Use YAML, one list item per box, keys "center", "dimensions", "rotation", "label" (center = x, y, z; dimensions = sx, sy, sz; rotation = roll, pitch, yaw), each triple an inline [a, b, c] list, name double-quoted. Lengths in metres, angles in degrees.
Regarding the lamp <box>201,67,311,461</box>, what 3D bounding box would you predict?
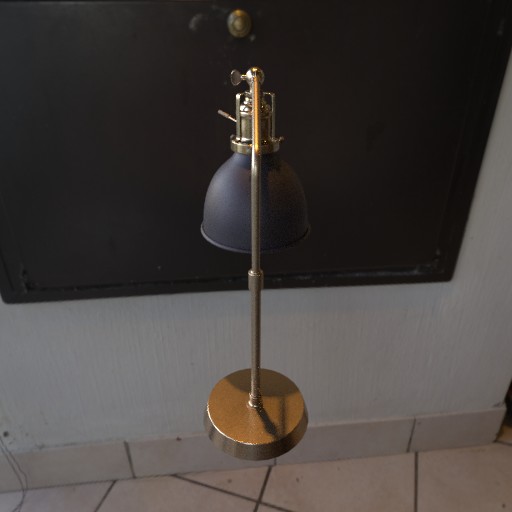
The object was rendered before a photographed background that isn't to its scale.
- center: [0.000, 0.000, 0.597]
  dimensions: [0.160, 0.456, 0.291]
  rotation: [0, 30, 0]
  label: "lamp"
